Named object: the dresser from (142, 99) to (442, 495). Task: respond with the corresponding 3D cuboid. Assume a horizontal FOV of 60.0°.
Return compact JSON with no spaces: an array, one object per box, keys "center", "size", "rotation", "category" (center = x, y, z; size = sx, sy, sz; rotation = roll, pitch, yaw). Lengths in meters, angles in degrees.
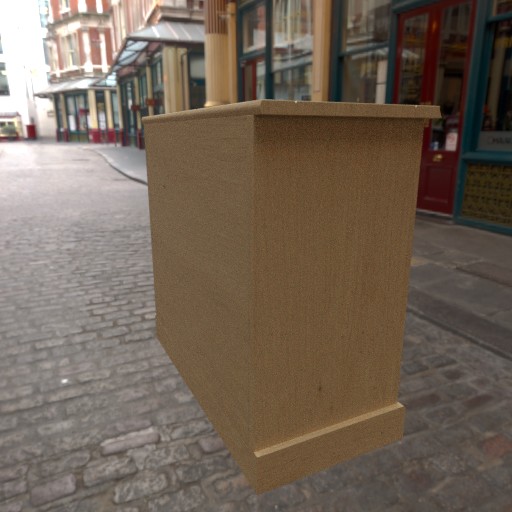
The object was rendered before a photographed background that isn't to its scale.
[{"center":[0.000,0.000,1.359],"size":[0.440,0.835,0.915],"rotation":[-7,17,-25],"category":"dresser"}]
